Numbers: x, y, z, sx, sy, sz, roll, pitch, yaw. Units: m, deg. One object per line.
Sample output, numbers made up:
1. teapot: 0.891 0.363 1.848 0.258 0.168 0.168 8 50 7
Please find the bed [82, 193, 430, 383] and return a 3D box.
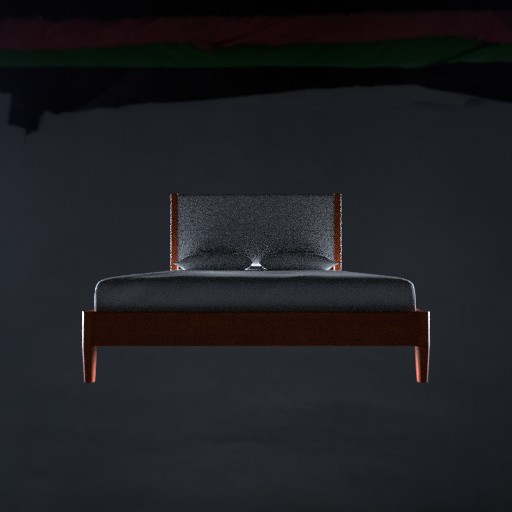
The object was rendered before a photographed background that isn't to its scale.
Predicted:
1. bed: 0.000 0.000 3.039 1.566 1.165 2.117 0 -1 0
